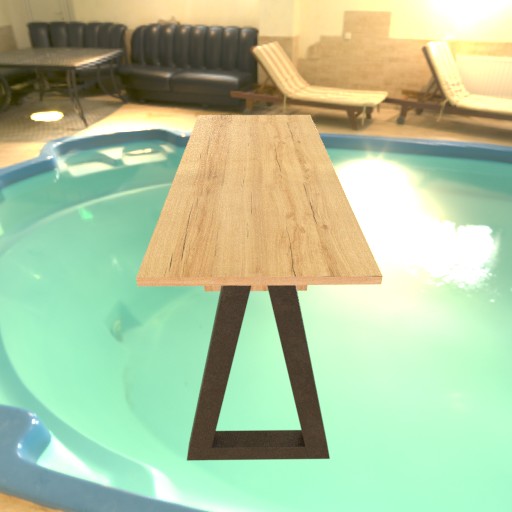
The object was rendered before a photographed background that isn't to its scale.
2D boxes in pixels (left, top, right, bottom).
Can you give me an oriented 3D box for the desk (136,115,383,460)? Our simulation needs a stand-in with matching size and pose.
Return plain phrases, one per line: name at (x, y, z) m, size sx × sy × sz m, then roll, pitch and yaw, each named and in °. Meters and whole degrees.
desk at (0.000, 0.000, 1.782) m, size 0.550 × 0.760 × 1.400 m, roll 0°, pitch 32°, yaw -1°
